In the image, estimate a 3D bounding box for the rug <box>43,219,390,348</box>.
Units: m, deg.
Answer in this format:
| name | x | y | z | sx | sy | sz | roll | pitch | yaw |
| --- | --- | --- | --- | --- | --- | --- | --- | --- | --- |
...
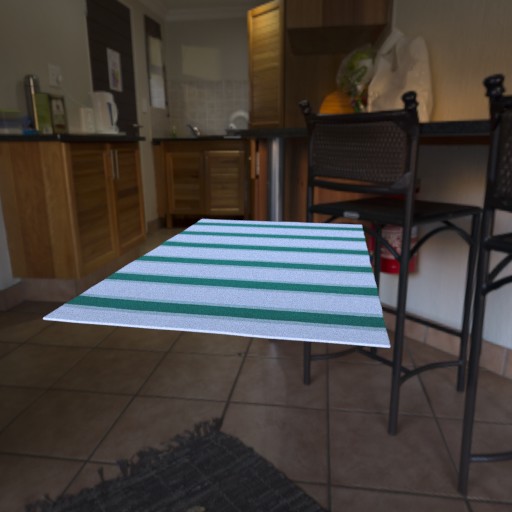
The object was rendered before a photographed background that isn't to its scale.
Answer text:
| name | x | y | z | sx | sy | sz | roll | pitch | yaw |
| --- | --- | --- | --- | --- | --- | --- | --- | --- | --- |
| rug | 0.000 | 0.000 | 3.021 | 1.521 | 0.015 | 2.436 | 3 | 16 | 10 |
